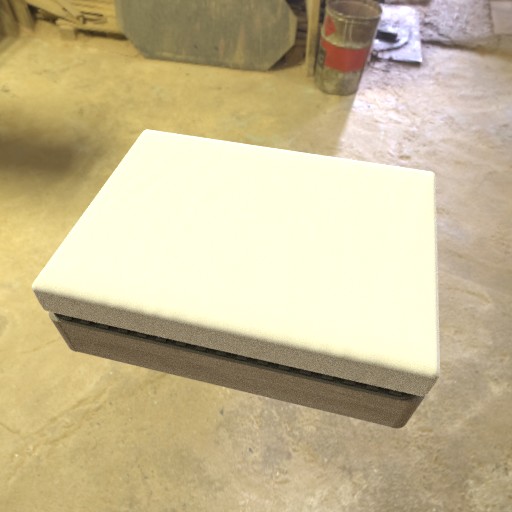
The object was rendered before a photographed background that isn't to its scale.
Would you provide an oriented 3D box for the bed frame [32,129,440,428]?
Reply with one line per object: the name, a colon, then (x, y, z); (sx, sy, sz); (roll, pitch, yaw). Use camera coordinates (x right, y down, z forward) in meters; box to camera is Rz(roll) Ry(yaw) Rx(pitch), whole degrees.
bed frame: (0.000, 0.000, 2.580); (1.900, 0.561, 1.400); (11, 50, 9)
